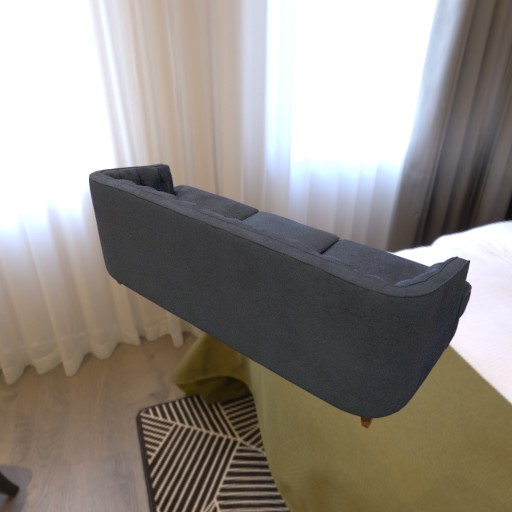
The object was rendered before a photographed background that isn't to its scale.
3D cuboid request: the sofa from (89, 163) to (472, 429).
[{"bbox_3d":[0.000,0.000,2.689,2.278,0.855,0.941,22,37,33],"label":"sofa"}]
